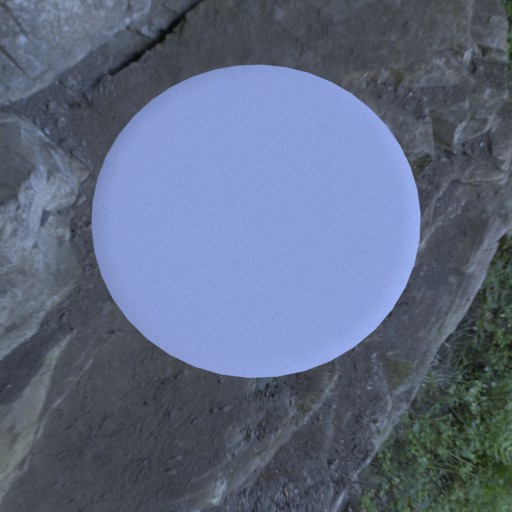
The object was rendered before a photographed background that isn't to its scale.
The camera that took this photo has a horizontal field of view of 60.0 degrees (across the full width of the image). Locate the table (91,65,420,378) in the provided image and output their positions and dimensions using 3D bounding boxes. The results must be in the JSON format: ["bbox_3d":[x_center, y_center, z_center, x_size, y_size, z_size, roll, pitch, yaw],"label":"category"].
[{"bbox_3d":[0.000,0.000,1.009,0.513,0.653,0.513,0,77,0],"label":"table"}]
